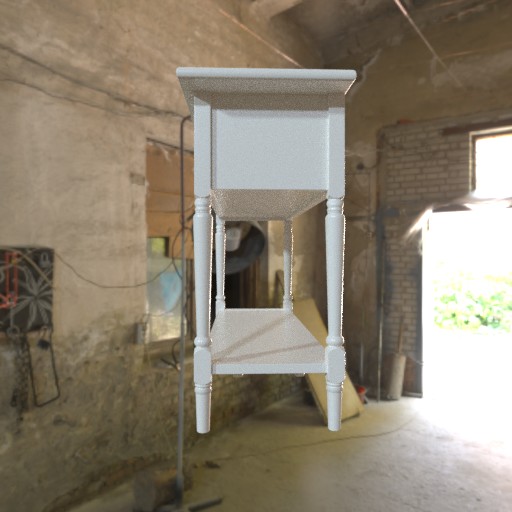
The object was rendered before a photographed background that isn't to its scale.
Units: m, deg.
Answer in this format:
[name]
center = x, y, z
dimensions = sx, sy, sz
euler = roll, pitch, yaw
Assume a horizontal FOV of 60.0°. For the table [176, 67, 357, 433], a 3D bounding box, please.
[table]
center = 0.000, 0.000, 1.541
dimensions = 0.386, 0.814, 1.191
euler = 0, 0, -2
